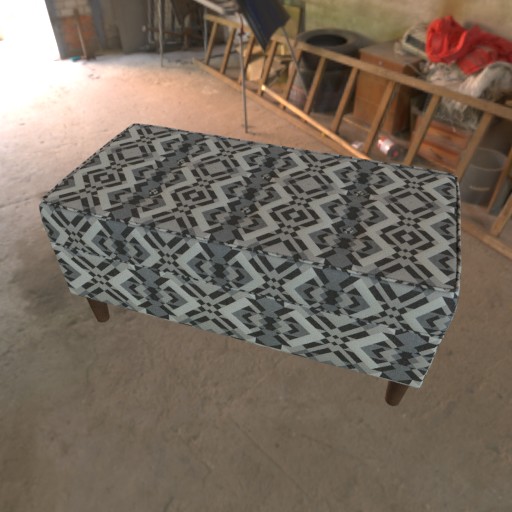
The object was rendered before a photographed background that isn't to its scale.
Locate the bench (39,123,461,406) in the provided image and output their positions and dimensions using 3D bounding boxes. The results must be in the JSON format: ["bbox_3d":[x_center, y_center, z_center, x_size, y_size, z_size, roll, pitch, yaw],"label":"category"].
[{"bbox_3d":[0.000,0.000,1.295,1.016,0.477,0.492,13,43,14],"label":"bench"}]
